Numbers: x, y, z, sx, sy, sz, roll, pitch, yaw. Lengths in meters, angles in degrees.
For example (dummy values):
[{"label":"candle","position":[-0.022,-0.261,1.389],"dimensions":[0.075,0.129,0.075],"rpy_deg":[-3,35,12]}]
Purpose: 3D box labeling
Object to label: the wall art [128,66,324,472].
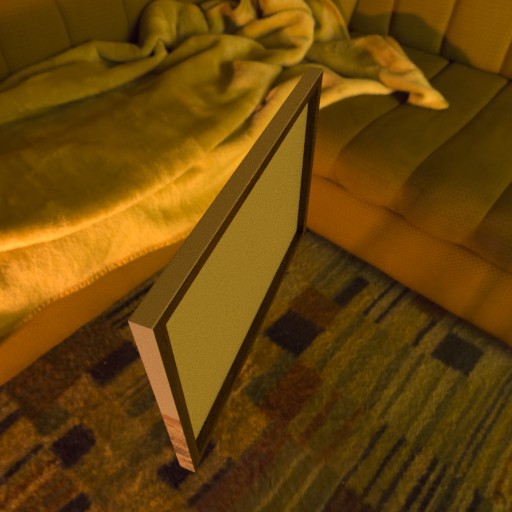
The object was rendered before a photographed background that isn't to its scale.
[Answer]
[{"label":"wall art","position":[0.000,0.000,1.432],"dimensions":[0.051,0.761,1.138],"rpy_deg":[16,49,15]}]
